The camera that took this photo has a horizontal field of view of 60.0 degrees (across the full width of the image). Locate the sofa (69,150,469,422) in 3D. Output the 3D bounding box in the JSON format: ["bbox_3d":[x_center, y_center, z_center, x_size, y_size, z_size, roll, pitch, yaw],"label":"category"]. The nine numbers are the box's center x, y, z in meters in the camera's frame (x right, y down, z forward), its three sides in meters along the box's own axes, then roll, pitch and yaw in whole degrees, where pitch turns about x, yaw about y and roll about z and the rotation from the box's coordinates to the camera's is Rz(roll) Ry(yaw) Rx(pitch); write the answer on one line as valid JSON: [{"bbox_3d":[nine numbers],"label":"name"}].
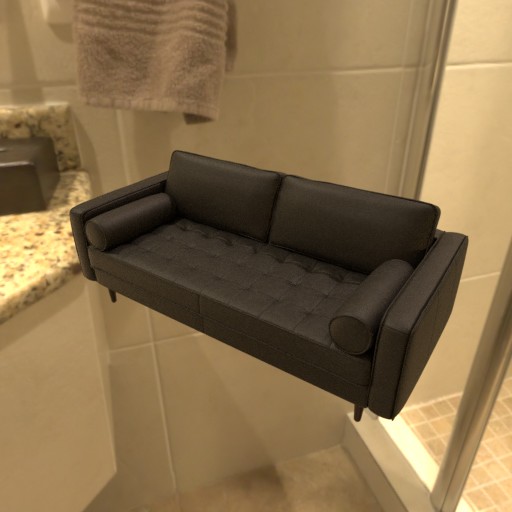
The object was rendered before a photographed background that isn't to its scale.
[{"bbox_3d":[0.000,0.000,2.318,1.879,0.770,0.921,18,34,30],"label":"sofa"}]
